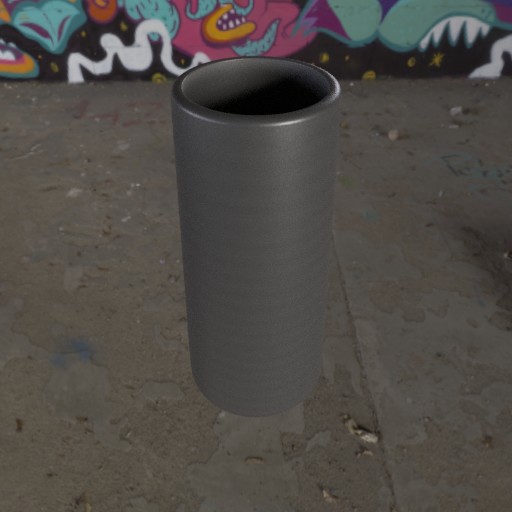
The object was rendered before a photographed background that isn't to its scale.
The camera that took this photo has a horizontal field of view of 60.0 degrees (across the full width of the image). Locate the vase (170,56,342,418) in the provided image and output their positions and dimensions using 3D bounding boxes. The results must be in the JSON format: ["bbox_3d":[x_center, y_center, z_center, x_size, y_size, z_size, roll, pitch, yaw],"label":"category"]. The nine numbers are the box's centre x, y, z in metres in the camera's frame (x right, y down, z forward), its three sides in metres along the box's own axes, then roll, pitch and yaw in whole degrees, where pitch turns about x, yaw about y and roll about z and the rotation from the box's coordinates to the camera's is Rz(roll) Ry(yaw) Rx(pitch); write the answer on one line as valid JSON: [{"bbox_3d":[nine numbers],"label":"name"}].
[{"bbox_3d":[0.000,0.000,0.371,0.136,0.289,0.136,12,44,13],"label":"vase"}]
